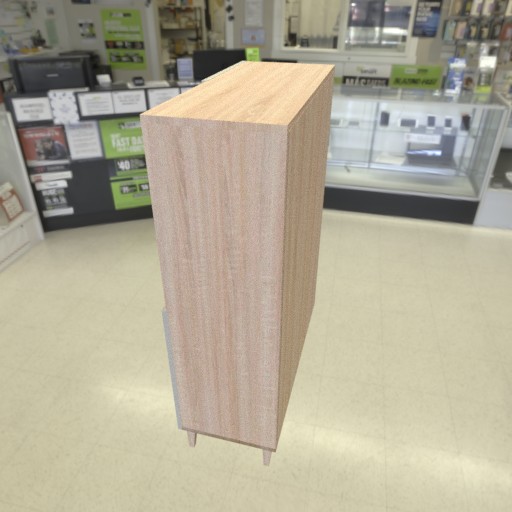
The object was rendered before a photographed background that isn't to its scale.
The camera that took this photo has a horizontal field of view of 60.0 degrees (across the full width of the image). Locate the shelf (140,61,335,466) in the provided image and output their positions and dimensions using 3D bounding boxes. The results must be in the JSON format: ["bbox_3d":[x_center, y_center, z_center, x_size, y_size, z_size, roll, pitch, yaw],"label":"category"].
[{"bbox_3d":[0.000,0.000,1.903,0.434,1.405,0.995,8,32,13],"label":"shelf"}]
